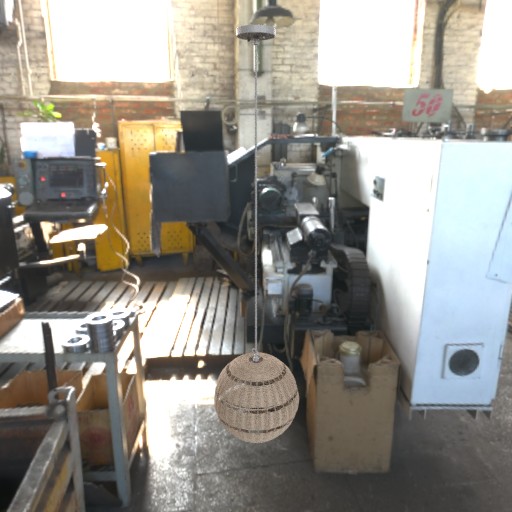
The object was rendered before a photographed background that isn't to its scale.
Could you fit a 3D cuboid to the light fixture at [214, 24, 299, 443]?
[{"bbox_3d":[0.000,0.000,2.172,0.457,2.019,0.457,-14,21,-42],"label":"light fixture"}]
